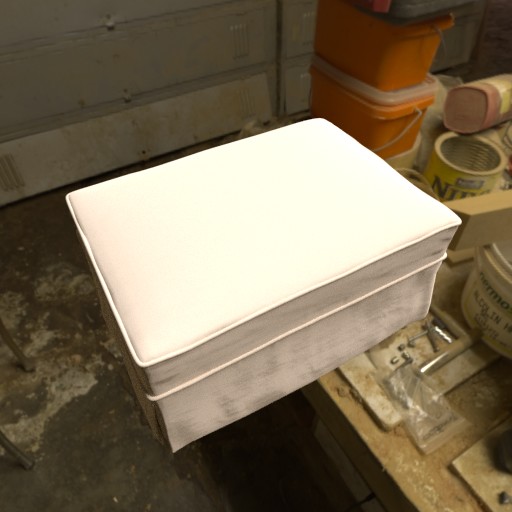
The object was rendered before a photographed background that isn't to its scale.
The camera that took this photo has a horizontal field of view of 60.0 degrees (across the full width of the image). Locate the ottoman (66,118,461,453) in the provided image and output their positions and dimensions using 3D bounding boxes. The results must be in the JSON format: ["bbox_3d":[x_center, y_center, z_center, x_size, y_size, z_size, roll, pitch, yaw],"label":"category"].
[{"bbox_3d":[0.000,0.000,1.353,0.944,0.479,0.703,-22,50,-20],"label":"ottoman"}]
